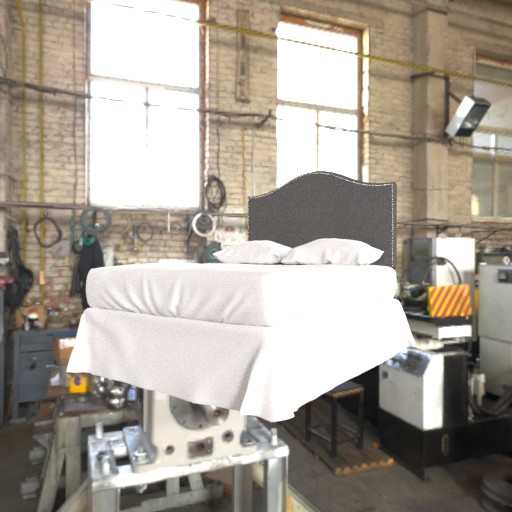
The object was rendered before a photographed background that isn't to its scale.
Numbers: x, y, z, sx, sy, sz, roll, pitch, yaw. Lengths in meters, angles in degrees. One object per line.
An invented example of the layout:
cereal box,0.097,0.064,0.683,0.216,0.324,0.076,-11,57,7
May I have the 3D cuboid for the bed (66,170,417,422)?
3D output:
bed,0.000,0.000,3.486,1.876,1.645,2.221,0,0,36
